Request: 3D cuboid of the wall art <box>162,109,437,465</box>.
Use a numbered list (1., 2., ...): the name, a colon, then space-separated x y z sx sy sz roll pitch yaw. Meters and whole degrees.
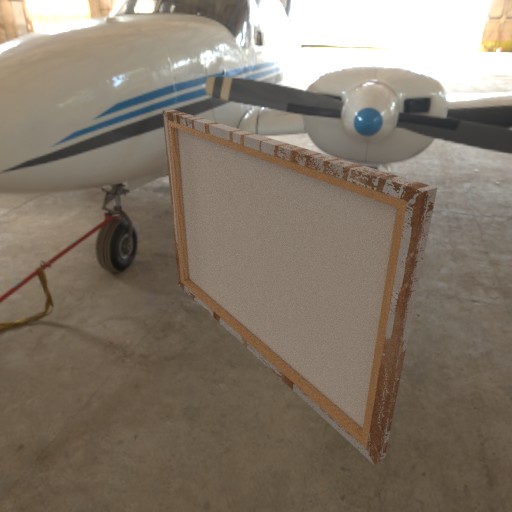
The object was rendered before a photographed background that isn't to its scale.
1. wall art: 0.000 0.000 1.144 0.035 0.609 0.914 -18 32 -31
